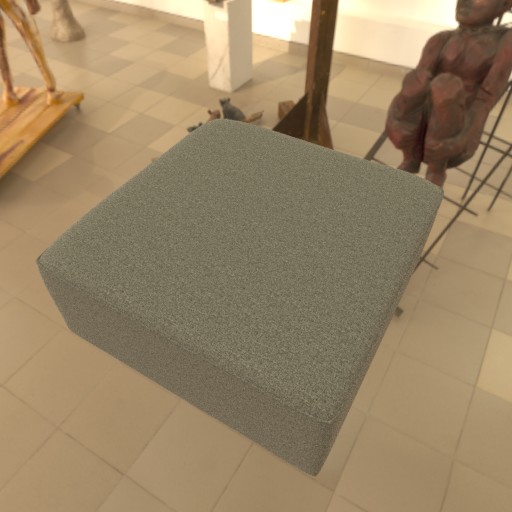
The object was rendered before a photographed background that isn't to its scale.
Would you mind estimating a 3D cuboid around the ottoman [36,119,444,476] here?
[{"bbox_3d":[0.000,0.000,1.583,1.005,0.464,1.015,23,51,20],"label":"ottoman"}]
